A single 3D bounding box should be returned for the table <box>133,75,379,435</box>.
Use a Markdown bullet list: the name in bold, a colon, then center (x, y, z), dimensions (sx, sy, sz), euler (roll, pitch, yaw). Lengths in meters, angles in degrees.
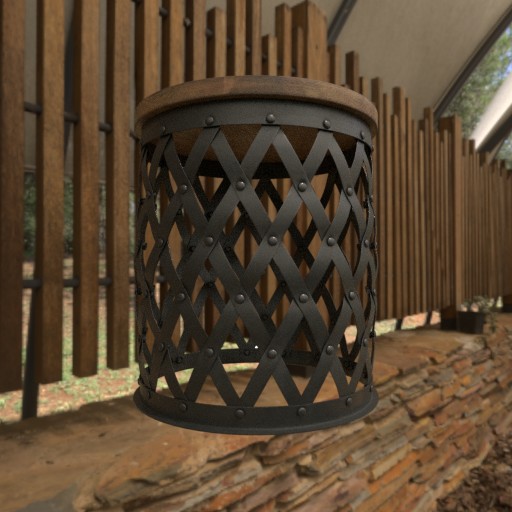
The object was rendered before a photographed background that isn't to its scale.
- **table**: center (0.000, 0.000, 0.760), dimensions (0.405, 0.454, 0.405), euler (0, -1, 0)
